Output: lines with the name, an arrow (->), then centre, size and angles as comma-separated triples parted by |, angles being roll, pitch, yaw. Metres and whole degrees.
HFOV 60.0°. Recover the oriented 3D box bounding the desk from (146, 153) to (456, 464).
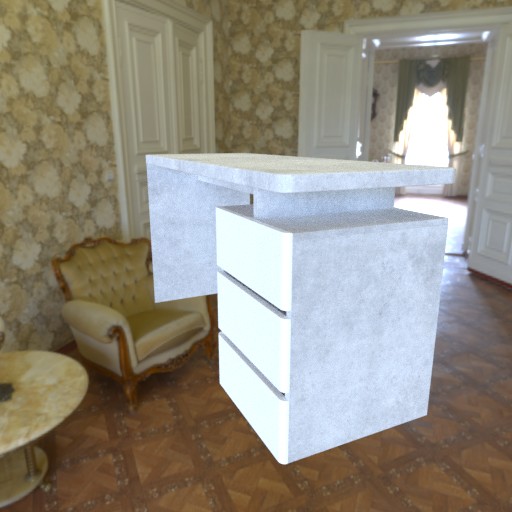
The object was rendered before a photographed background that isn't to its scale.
desk -> 0.000, 0.000, 1.765 | 0.550, 0.755, 1.400 | -7, 16, -25
